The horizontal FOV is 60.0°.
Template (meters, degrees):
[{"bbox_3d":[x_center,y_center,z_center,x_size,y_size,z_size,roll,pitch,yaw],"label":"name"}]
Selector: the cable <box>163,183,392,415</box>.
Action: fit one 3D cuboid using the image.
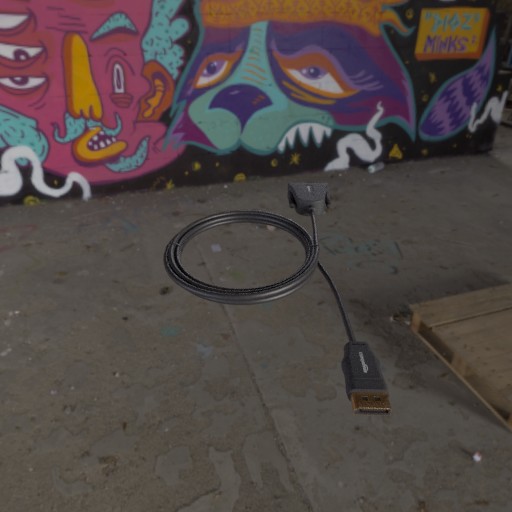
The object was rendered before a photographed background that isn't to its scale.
[{"bbox_3d":[0.000,0.000,0.325,0.136,0.015,0.281,1,30,2],"label":"cable"}]
